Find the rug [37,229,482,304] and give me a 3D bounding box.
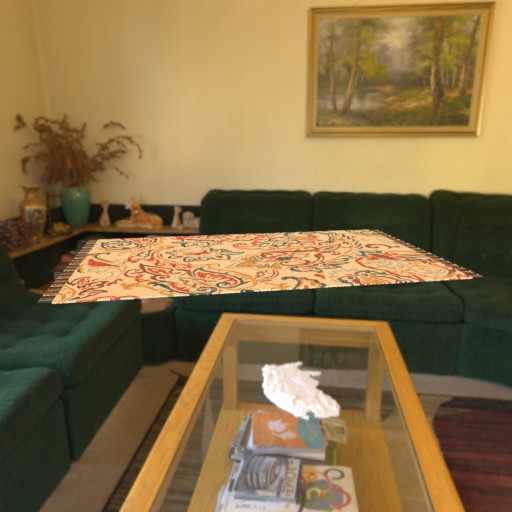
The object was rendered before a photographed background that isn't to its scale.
[{"bbox_3d":[0.000,0.000,3.238,2.584,0.010,1.523,-3,15,-10],"label":"rug"}]
